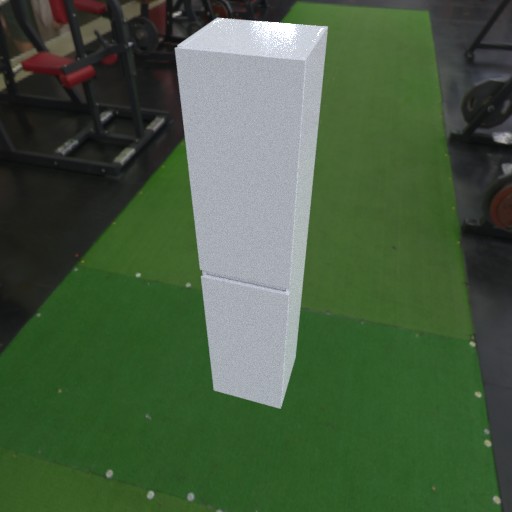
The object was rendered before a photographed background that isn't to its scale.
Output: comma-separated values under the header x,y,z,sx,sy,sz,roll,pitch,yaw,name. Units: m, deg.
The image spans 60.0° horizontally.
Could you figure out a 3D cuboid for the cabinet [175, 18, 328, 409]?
x,y,z,sx,sy,sz,roll,pitch,yaw,name
0.000,0.000,1.523,0.300,1.400,0.270,11,43,13,cabinet
